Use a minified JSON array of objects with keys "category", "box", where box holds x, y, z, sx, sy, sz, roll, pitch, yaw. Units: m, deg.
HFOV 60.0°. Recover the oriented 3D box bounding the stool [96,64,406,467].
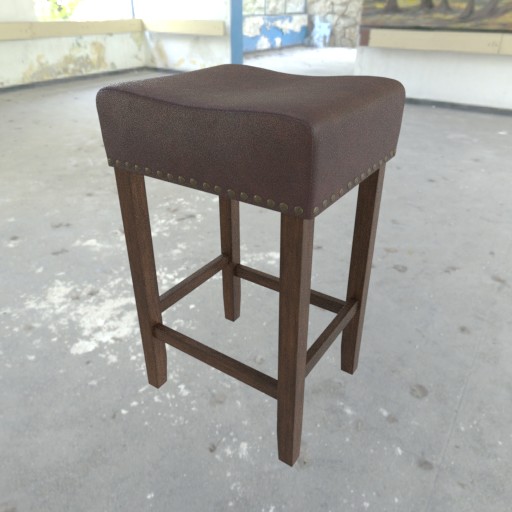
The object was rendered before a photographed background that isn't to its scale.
[{"category":"stool","box":[0.000,0.000,1.031,0.465,0.769,0.401,19,35,29]}]
